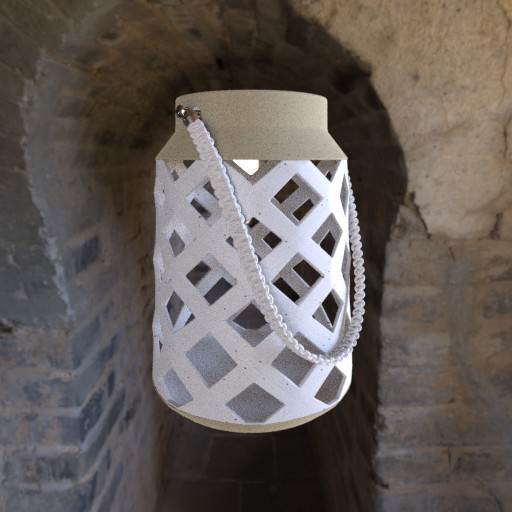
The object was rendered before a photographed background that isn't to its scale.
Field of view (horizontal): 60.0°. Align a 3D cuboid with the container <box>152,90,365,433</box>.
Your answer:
[{"bbox_3d":[0.000,0.000,0.395,0.198,0.264,0.188,12,17,42],"label":"container"}]
